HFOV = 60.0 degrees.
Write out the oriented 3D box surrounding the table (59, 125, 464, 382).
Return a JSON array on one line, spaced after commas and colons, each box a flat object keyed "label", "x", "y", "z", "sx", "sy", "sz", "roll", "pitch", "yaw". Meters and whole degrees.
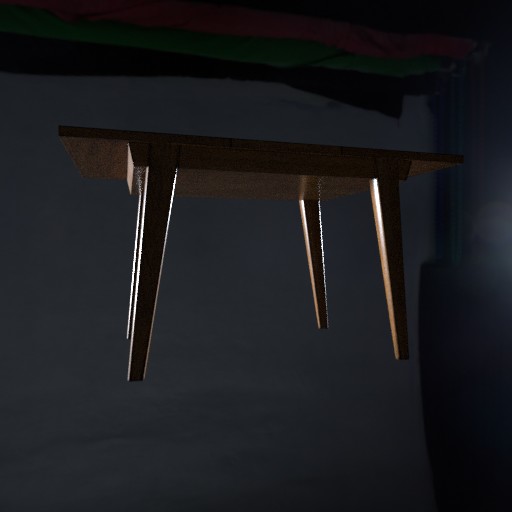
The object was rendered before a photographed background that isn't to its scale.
[{"label": "table", "x": 0.000, "y": 0.000, "z": 1.832, "sx": 1.400, "sy": 0.760, "sz": 0.757, "roll": 0, "pitch": 1, "yaw": -16}]
